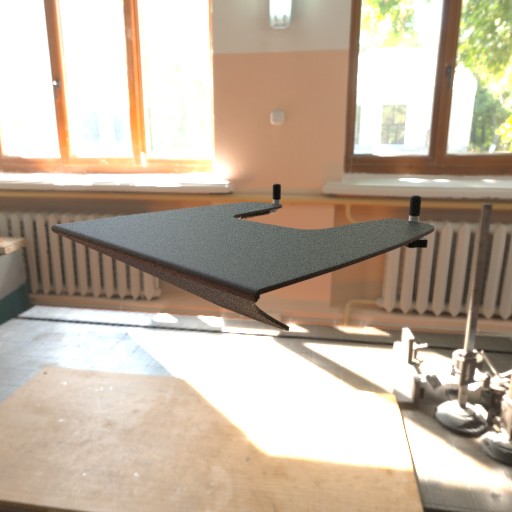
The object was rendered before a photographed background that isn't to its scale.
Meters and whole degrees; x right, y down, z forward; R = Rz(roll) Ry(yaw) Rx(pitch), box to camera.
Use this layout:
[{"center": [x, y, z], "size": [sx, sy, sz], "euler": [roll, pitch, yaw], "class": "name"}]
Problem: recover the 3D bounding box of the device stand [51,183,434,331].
[{"center": [0.000, 0.000, 0.357], "size": [0.230, 0.092, 0.230], "euler": [14, 20, 43], "class": "device stand"}]
